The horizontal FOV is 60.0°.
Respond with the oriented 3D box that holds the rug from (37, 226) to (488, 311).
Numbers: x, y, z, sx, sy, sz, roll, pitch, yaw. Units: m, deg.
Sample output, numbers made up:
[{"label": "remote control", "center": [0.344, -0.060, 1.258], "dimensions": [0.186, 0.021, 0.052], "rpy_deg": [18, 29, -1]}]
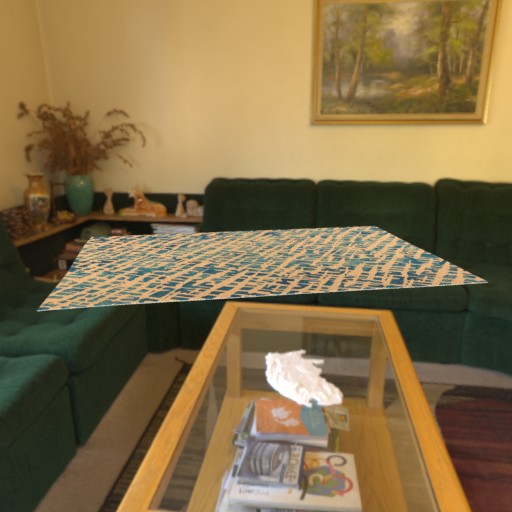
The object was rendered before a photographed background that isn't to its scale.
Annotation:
[{"label": "rug", "center": [0.000, 0.000, 3.068], "dimensions": [2.447, 0.011, 1.520], "rpy_deg": [-3, 16, -9]}]
